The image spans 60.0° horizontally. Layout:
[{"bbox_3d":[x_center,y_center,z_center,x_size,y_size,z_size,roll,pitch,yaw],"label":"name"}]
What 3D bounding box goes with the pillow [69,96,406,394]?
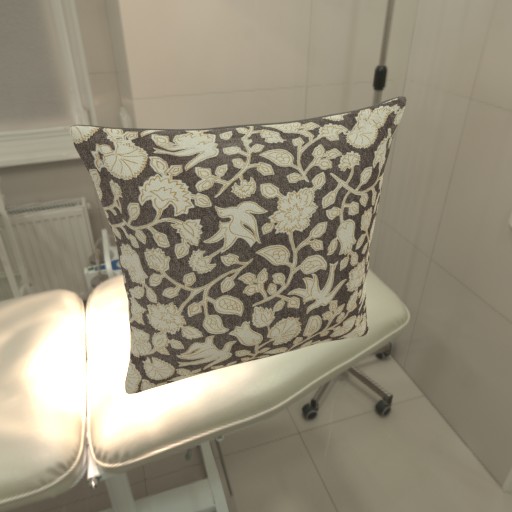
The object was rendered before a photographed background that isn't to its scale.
[{"bbox_3d":[0.000,0.000,0.786,0.526,0.507,0.166,-10,33,-16],"label":"pillow"}]
